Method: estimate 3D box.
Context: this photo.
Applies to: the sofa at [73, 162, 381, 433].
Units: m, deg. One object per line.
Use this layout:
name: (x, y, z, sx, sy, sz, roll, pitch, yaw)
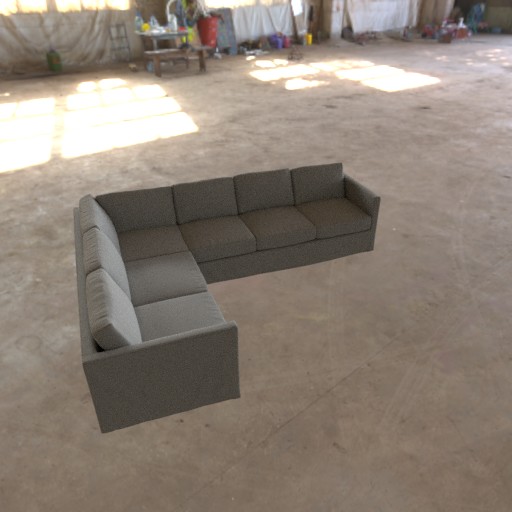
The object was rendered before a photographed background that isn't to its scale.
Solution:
sofa: (0.000, 0.000, 4.261, 3.182, 0.871, 2.432, -11, 33, -18)
